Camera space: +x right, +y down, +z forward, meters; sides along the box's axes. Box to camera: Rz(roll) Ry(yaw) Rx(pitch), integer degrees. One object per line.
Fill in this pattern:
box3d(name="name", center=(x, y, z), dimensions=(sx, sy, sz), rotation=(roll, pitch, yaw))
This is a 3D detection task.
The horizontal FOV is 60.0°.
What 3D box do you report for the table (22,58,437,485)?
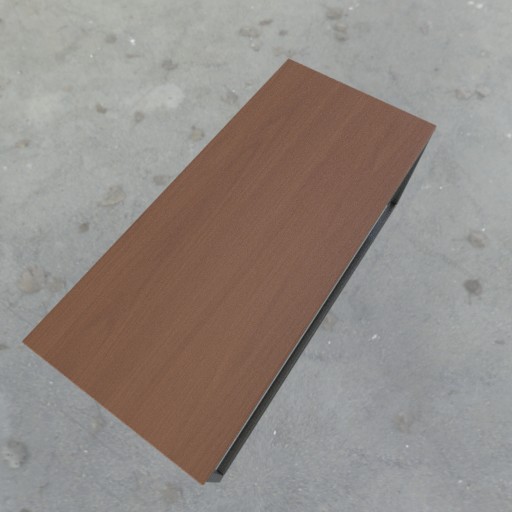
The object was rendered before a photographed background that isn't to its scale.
box3d(name="table", center=(0.000, 0.000, 1.295), dimensions=(0.500, 0.400, 1.100), rotation=(31, 67, 15))
